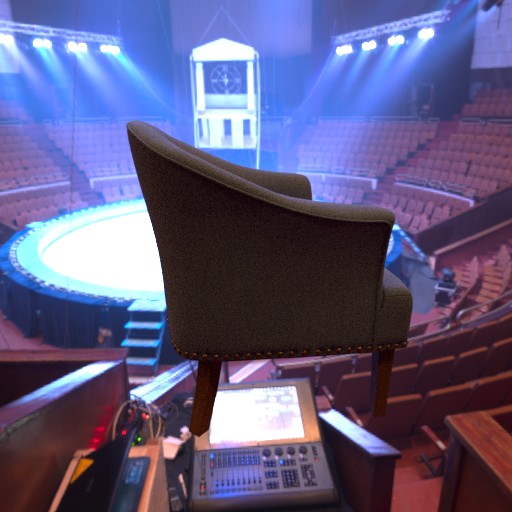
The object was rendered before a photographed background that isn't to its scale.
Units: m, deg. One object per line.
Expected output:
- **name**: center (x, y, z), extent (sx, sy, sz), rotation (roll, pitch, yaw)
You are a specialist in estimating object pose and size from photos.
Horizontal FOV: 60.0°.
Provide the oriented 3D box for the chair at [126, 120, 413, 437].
- **chair**: center (0.000, 0.000, 1.392), extent (0.704, 0.815, 0.798), rotation (-3, 17, -10)
